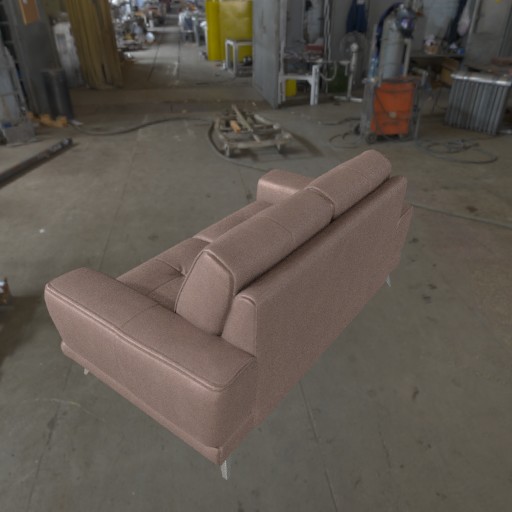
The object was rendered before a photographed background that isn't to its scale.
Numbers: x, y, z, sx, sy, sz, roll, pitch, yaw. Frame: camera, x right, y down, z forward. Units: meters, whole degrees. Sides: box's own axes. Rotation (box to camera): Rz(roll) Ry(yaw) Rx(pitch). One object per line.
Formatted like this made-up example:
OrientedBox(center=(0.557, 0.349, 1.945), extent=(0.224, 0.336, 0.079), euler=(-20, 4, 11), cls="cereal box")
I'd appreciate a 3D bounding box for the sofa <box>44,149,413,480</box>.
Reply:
OrientedBox(center=(0.000, 0.000, 2.292), extent=(1.018, 0.907, 1.806), euler=(21, 38, 31), cls="sofa")
